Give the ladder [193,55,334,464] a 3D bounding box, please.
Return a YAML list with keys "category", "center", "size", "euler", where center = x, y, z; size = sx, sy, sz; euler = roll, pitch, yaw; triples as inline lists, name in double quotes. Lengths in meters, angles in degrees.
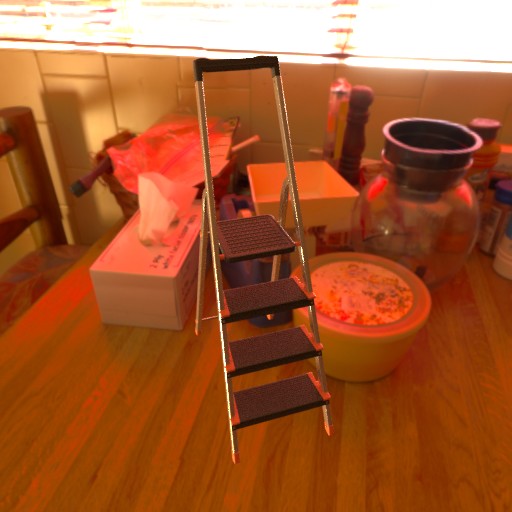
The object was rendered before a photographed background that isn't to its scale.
- category: "ladder"
  center: [0.000, 0.000, 1.810]
  size: [0.452, 1.429, 0.834]
  euler: [-10, 35, -15]
